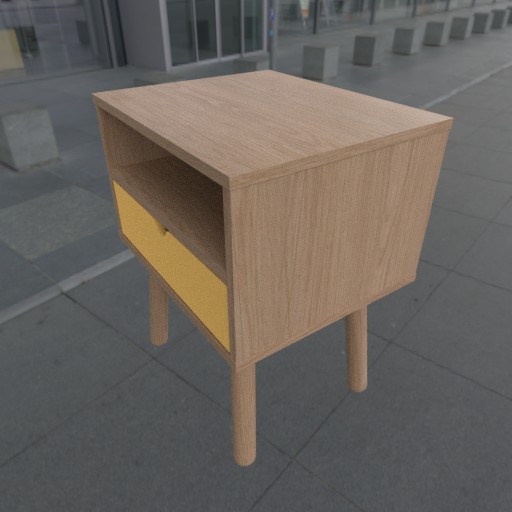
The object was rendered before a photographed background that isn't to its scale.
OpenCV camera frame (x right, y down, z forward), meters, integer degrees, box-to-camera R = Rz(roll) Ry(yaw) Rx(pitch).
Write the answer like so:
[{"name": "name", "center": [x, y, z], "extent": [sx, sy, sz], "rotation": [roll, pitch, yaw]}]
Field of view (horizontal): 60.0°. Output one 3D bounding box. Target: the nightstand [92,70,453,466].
[{"name": "nightstand", "center": [0.000, 0.000, 0.857], "extent": [0.380, 0.571, 0.450], "rotation": [-21, 38, -29]}]
